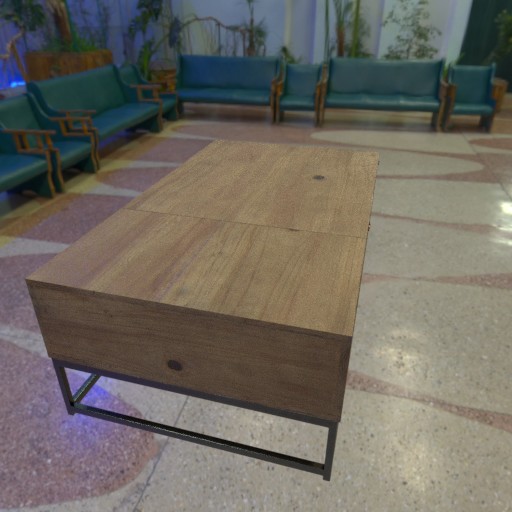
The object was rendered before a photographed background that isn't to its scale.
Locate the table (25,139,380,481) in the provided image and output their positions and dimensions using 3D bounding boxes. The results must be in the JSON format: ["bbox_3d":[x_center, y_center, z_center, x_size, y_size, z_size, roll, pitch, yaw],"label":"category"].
[{"bbox_3d":[0.000,0.000,1.370,0.655,0.395,1.101,8,31,14],"label":"table"}]
